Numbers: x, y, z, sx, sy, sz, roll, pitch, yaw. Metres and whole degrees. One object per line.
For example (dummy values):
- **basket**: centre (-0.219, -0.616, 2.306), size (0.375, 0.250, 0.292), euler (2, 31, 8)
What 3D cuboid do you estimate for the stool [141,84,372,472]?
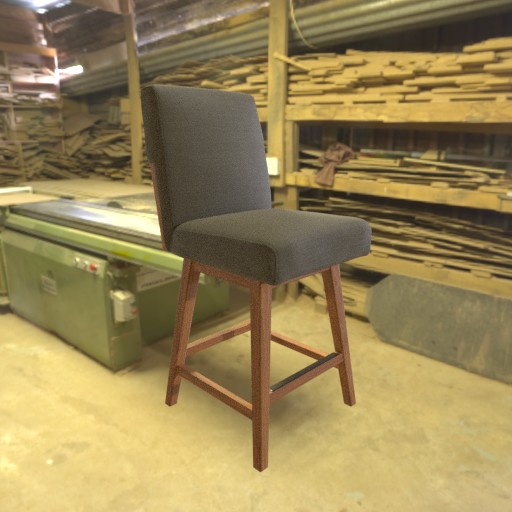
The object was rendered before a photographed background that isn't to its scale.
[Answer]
- **stool**: centre (0.000, 0.000, 1.378), size (0.459, 1.019, 0.570), euler (-14, 20, -43)
